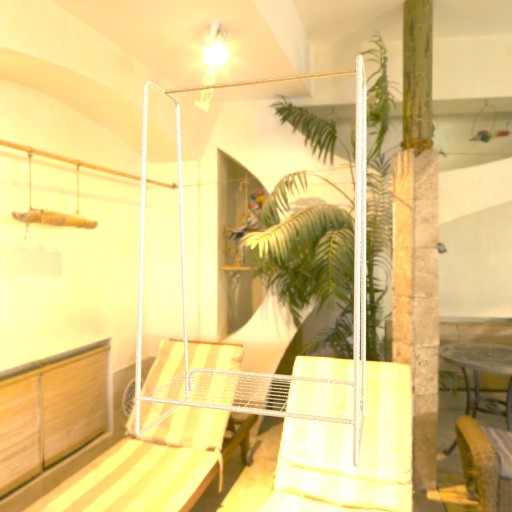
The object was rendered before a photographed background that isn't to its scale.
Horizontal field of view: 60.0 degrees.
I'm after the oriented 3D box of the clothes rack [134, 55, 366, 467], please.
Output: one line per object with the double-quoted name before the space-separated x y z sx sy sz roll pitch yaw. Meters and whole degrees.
"clothes rack" 0.000 0.000 1.905 0.900 1.500 0.495 0 1 17
